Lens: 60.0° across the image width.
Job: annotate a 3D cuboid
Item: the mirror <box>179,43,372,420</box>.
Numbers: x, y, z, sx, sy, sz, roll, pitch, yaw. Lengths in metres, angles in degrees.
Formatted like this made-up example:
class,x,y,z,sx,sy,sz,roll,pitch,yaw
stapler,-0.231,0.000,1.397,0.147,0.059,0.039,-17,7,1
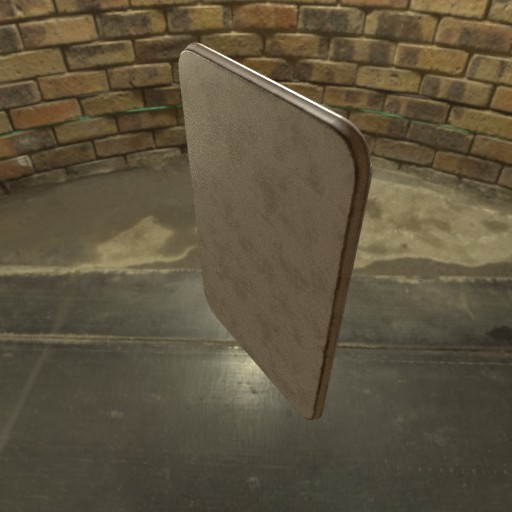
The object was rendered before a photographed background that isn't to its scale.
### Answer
class,x,y,z,sx,sy,sz,roll,pitch,yaw
mirror,0.000,0.000,0.883,0.024,0.713,0.461,-27,49,-26
